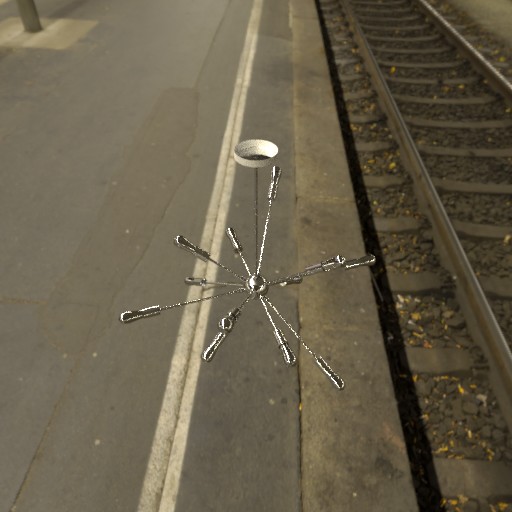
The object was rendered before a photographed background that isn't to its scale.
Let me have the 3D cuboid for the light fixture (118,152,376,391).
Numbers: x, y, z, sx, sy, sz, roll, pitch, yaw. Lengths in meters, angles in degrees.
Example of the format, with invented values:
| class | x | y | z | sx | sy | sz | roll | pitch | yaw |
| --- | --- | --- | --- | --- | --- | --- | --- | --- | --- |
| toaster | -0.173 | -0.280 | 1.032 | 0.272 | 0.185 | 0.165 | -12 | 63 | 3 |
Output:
| class | x | y | z | sx | sy | sz | roll | pitch | yaw |
| --- | --- | --- | --- | --- | --- | --- | --- | --- | --- |
| light fixture | 0.000 | 0.000 | 1.058 | 0.684 | 0.558 | 0.509 | -12 | 43 | -14 |
